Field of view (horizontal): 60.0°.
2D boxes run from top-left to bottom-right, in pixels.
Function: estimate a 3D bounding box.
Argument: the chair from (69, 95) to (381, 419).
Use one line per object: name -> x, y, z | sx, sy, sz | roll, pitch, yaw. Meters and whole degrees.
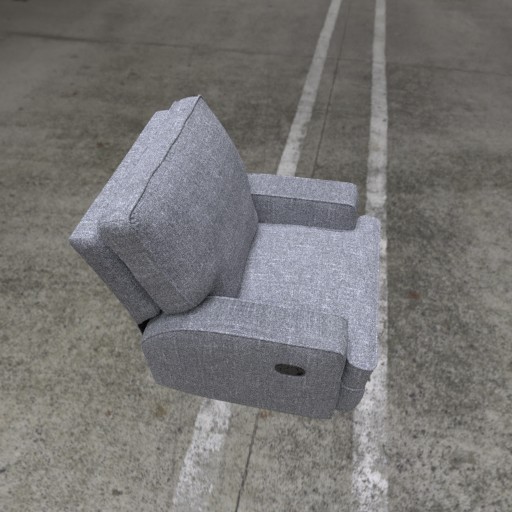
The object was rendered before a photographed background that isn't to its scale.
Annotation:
chair -> 0.000, 0.000, 1.718 | 0.964, 0.962, 0.861 | 9, 48, 8
